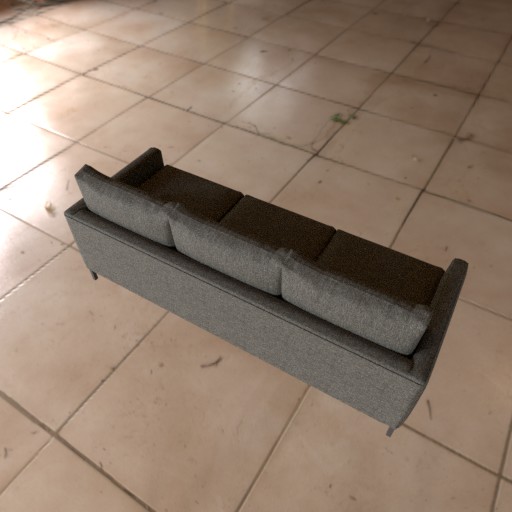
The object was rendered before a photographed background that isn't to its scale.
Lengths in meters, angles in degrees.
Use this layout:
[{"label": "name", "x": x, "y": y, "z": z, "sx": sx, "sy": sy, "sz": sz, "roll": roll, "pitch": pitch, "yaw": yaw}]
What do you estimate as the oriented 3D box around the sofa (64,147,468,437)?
[{"label": "sofa", "x": 0.000, "y": 0.000, "z": 2.690, "sx": 2.253, "sy": 0.879, "sz": 0.876, "roll": 23, "pitch": 51, "yaw": 21}]
